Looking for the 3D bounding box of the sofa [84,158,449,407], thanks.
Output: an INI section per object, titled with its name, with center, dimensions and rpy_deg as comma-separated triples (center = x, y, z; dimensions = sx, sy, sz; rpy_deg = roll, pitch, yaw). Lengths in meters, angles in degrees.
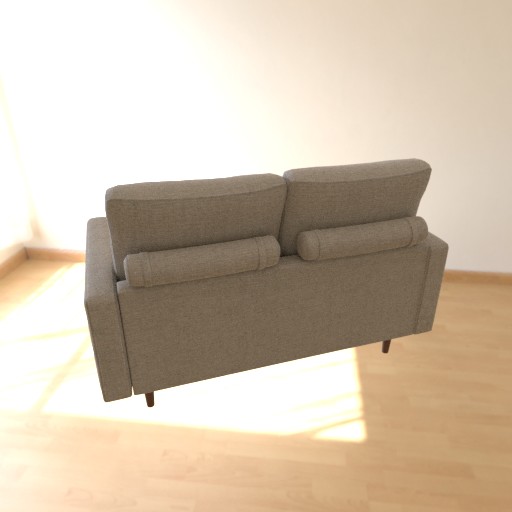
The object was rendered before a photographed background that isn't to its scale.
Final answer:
[sofa]
center = 0.000, 0.000, 1.975
dimensions = 1.407, 0.907, 0.842
rpy_deg = -8, 27, -16
